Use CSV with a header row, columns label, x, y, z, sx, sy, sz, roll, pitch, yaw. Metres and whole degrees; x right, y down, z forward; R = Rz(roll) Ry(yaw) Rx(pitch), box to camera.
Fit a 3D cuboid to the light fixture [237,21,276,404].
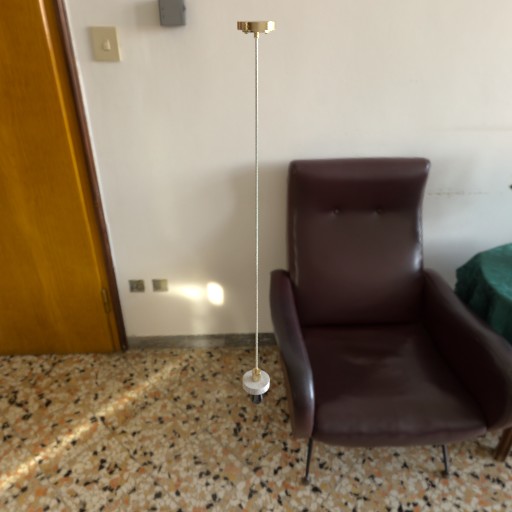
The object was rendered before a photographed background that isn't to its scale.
label,x,y,z,sx,sy,sz,roll,pitch,yaw
light fixture,0.000,0.000,1.783,0.129,1.669,0.129,-21,36,-32
